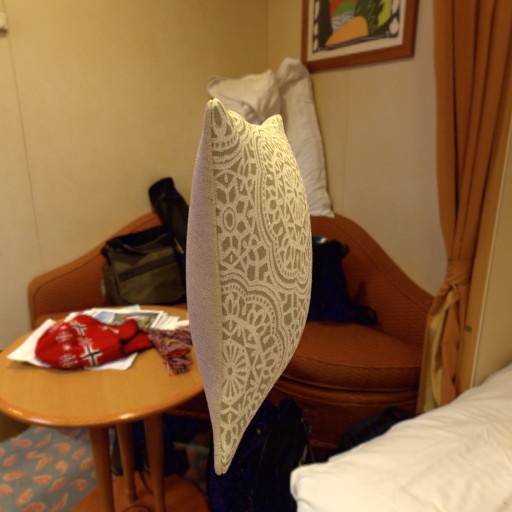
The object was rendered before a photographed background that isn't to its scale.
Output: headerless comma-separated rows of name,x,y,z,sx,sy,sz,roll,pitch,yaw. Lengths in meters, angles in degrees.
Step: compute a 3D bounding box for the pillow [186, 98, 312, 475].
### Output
pillow,0.000,0.000,0.664,0.167,0.421,0.438,3,16,10
